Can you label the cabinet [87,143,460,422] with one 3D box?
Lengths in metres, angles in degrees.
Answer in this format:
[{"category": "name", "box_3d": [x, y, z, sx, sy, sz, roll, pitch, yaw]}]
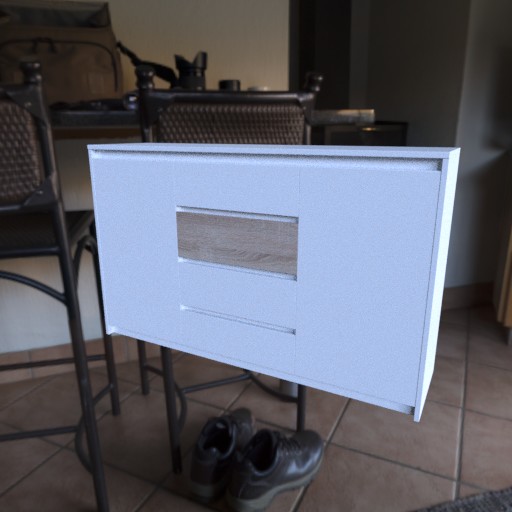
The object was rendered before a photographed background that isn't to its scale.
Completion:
[{"category": "cabinet", "box_3d": [0.000, 0.000, 1.870, 1.450, 0.900, 0.380, 8, 18, 27]}]
